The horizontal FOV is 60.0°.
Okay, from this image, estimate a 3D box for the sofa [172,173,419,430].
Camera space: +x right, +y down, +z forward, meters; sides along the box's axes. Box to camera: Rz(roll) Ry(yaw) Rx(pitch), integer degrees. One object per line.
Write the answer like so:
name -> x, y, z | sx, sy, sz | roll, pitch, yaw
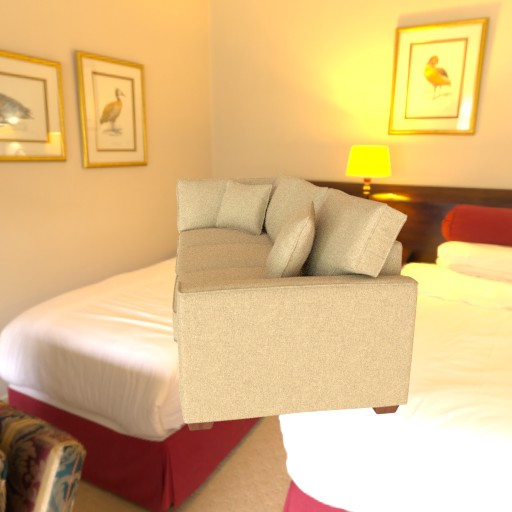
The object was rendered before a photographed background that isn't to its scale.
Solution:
sofa -> 0.000, 0.000, 2.914 | 1.061, 0.962, 2.317 | -2, 14, -8
